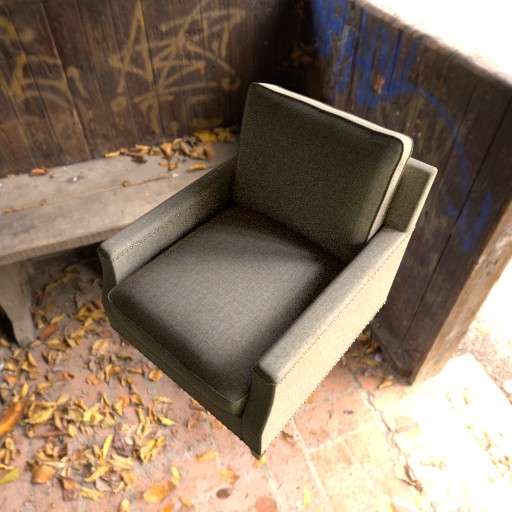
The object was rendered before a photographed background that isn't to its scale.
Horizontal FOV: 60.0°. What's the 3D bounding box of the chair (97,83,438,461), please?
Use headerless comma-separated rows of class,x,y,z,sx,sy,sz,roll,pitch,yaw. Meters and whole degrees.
chair,0.000,0.000,1.726,0.853,0.943,1.014,32,54,26
